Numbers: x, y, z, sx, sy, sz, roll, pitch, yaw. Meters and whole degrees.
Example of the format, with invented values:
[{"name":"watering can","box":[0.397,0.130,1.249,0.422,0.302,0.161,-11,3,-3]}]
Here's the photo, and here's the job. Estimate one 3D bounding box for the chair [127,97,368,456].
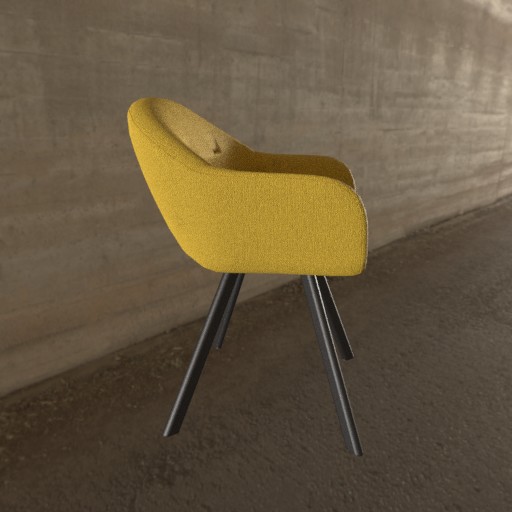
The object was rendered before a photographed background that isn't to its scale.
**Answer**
[{"name":"chair","box":[0.000,0.000,1.143,0.565,0.775,0.545,3,17,9]}]
